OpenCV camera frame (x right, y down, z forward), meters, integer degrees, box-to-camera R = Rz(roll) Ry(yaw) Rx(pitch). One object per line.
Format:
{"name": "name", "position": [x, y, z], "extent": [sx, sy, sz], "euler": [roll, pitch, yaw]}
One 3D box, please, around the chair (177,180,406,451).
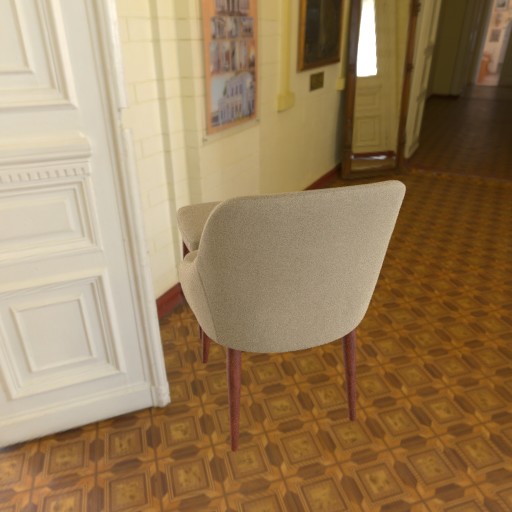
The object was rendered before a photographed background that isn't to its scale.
{"name": "chair", "position": [0.000, 0.000, 1.598], "extent": [0.584, 0.866, 1.114], "euler": [-8, 29, -15]}
